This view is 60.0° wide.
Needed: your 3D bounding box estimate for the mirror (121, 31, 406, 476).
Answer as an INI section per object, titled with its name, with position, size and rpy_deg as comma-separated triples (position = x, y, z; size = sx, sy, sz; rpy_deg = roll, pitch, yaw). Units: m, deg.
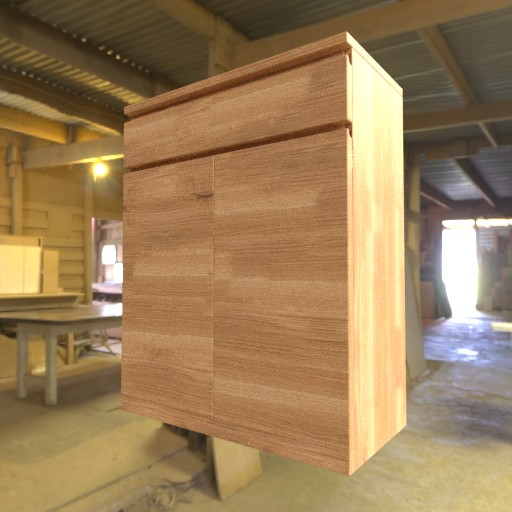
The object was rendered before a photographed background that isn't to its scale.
[mirror]
position = 0.000, 0.000, 1.390
size = 0.800, 1.000, 0.400
rpy_deg = -1, -2, 36
